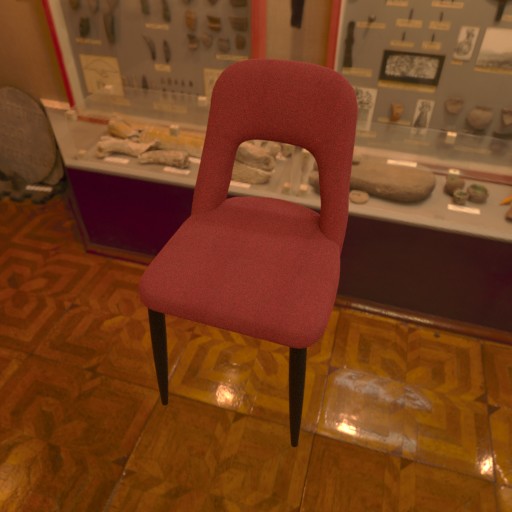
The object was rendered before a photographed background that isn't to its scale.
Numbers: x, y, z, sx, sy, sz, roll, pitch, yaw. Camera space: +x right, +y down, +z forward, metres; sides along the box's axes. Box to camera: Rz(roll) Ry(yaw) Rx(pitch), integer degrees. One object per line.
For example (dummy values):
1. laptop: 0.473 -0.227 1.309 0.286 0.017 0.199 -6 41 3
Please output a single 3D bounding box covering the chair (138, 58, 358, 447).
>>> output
1. chair: 0.000 0.000 1.237 0.483 0.892 0.569 12 43 14
